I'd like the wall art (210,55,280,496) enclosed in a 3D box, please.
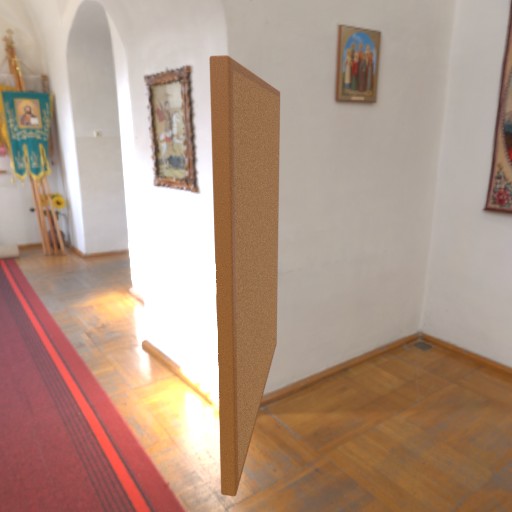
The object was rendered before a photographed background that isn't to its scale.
[{"bbox_3d":[0.000,0.000,0.743,0.022,0.553,0.452,3,16,9],"label":"wall art"}]
